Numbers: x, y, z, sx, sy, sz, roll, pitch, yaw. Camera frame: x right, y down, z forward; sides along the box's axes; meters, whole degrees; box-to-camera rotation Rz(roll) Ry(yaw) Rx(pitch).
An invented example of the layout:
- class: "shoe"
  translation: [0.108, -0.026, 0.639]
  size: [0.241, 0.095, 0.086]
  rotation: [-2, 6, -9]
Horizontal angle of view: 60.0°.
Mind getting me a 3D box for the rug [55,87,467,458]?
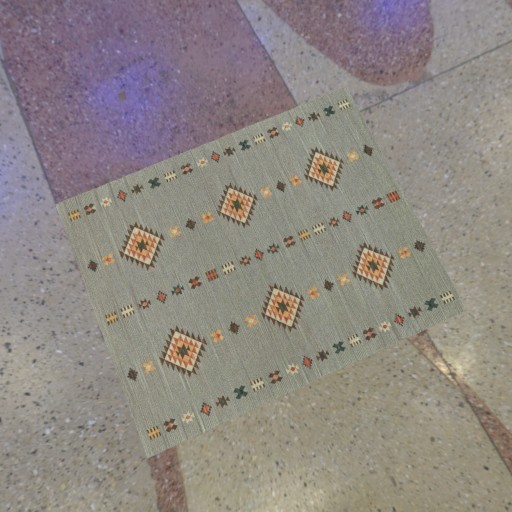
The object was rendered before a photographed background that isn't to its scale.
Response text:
- class: "rug"
  translation: [0.000, 0.000, 4.044]
  size: [3.035, 0.008, 2.425]
  rotation: [-23, 79, -5]
